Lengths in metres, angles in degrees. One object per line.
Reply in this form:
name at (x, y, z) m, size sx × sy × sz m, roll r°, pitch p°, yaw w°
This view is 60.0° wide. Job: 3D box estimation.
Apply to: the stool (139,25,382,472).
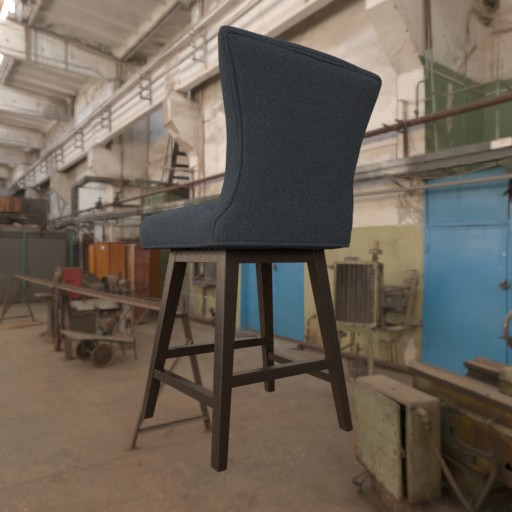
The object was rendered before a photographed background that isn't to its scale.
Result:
stool at (0.000, 0.000, 1.284) m, size 0.514 × 1.000 × 0.574 m, roll 0°, pitch 0°, yaw -34°
